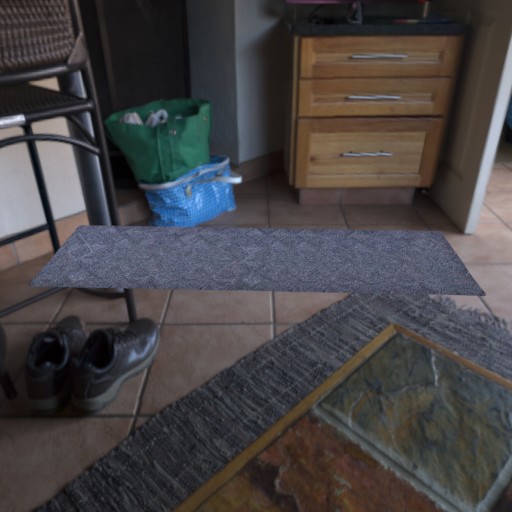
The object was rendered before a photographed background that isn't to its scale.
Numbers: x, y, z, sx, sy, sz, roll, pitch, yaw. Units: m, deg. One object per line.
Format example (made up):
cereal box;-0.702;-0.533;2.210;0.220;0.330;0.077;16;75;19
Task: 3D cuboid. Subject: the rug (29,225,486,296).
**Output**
rug;0.000;0.000;2.512;2.296;0.011;0.691;1;30;2
